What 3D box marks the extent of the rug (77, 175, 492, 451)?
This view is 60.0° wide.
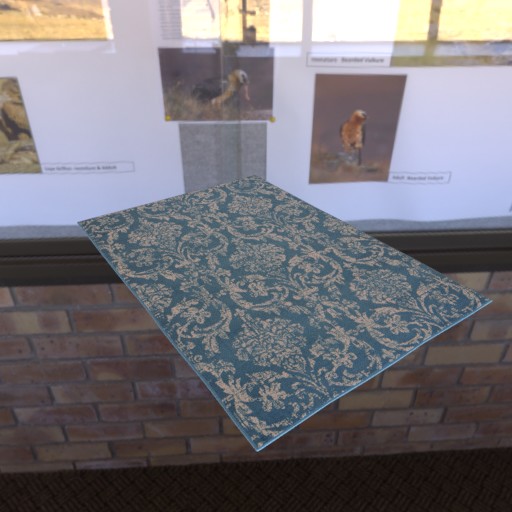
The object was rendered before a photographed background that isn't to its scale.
[{"bbox_3d":[0.000,0.000,2.761,1.554,0.012,2.205,-21,37,-29],"label":"rug"}]
